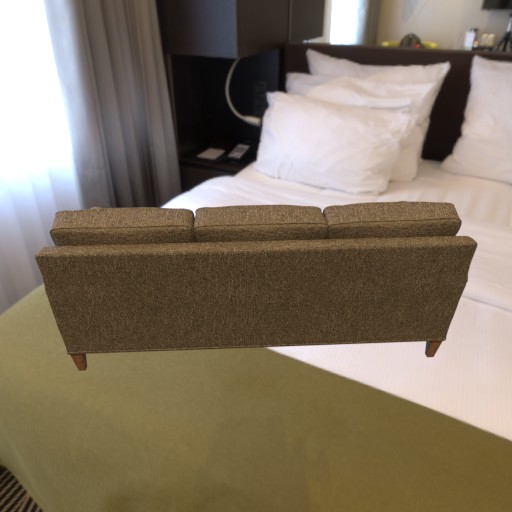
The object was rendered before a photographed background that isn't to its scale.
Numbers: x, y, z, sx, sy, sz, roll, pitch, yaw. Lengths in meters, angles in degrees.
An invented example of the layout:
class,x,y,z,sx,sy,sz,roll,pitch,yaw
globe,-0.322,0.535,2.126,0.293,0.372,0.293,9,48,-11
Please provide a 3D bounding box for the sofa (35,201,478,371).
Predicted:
class,x,y,z,sx,sy,sz,roll,pitch,yaw
sofa,0.000,0.000,2.777,2.246,1.003,1.084,-2,31,-3
